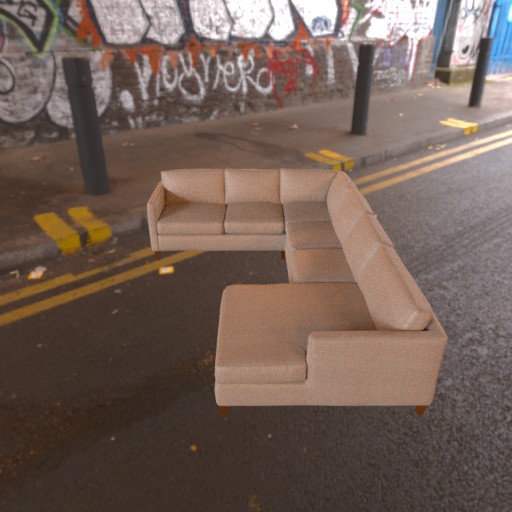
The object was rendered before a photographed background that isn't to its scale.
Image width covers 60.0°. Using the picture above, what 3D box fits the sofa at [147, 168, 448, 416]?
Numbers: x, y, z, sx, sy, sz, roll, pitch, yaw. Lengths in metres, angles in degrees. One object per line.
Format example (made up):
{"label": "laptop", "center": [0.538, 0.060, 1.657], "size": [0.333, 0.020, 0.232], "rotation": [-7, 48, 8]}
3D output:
{"label": "sofa", "center": [0.000, 0.000, 4.574], "size": [2.594, 0.961, 3.460], "rotation": [0, 28, 0]}
